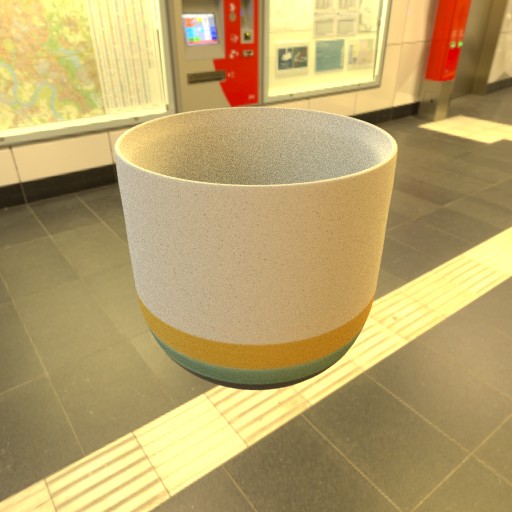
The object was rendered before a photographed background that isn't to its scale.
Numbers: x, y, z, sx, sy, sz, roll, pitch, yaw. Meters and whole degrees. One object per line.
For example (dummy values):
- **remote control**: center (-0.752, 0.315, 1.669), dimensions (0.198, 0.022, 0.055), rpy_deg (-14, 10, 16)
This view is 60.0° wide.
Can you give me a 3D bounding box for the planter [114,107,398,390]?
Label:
- **planter**: center (0.000, 0.000, 0.498), dimensions (0.268, 0.270, 0.268), rpy_deg (0, 30, 0)
